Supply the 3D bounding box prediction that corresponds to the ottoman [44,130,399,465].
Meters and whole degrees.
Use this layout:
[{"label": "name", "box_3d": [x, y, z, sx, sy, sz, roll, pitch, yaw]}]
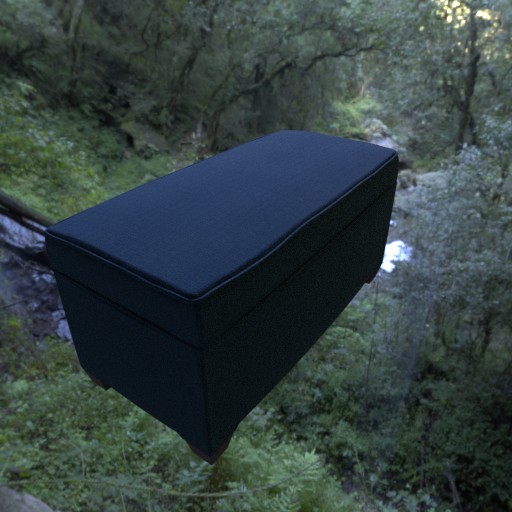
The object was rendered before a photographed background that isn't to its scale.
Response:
[{"label": "ottoman", "box_3d": [0.000, 0.000, 1.237, 0.474, 0.474, 0.943, 21, 37, 30]}]
